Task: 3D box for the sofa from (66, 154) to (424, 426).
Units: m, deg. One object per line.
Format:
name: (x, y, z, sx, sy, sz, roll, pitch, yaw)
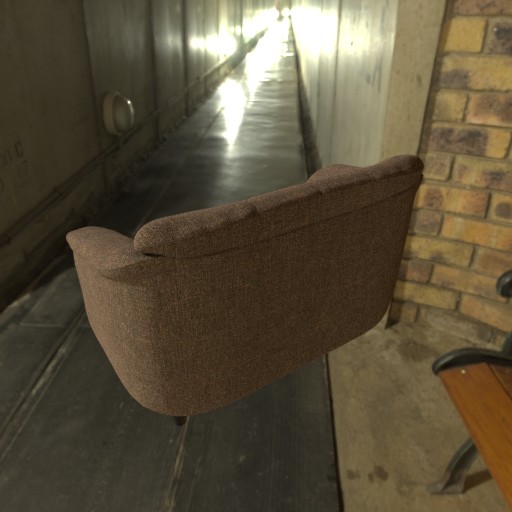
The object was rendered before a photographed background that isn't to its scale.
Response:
sofa: (0.000, 0.000, 1.940, 1.404, 0.895, 0.799, -19, 36, -29)
